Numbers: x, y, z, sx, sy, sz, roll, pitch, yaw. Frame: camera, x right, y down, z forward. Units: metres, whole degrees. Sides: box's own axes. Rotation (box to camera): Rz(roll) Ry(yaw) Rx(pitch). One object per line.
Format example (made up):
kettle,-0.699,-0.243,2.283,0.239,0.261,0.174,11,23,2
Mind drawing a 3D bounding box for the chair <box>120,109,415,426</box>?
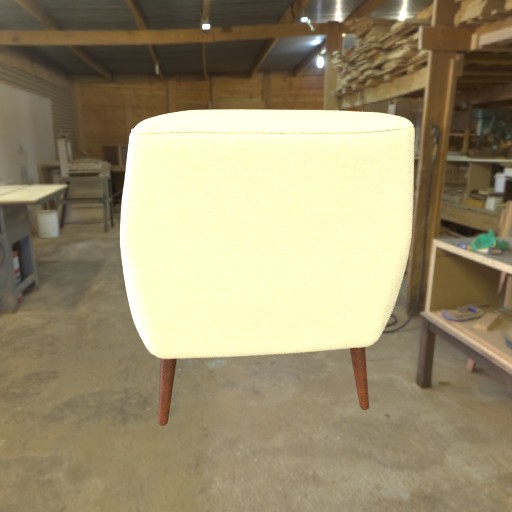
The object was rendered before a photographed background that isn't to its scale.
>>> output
chair,0.000,0.000,1.404,0.762,0.838,0.787,-2,15,-7
